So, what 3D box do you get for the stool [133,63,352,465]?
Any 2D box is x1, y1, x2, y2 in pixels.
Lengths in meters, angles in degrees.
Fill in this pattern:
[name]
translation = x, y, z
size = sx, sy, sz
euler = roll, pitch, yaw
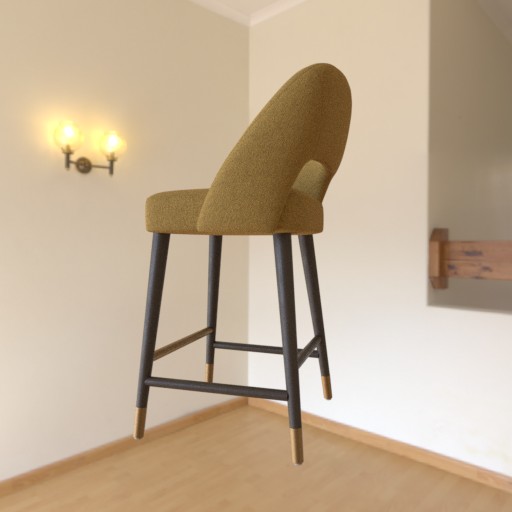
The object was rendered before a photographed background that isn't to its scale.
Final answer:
[stool]
translation = 0.000, 0.000, 1.261
size = 0.522, 0.939, 0.536
euler = 1, 2, 18
